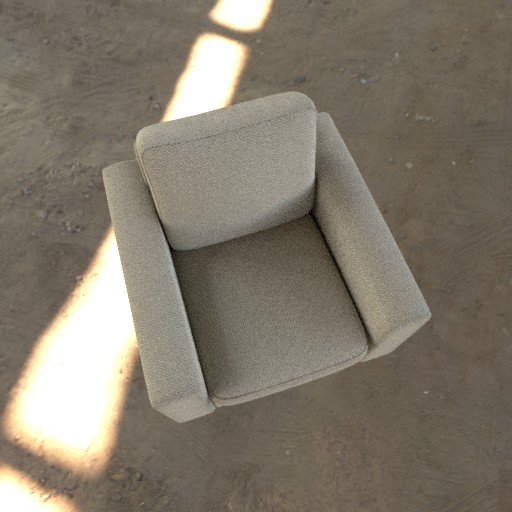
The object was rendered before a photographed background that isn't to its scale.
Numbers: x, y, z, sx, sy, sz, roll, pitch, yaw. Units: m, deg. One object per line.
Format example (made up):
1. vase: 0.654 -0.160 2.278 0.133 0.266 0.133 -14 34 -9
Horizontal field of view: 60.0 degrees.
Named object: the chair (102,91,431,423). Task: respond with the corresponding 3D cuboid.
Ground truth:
1. chair: 0.000 0.000 1.771 1.005 0.873 1.016 -16 66 -8
